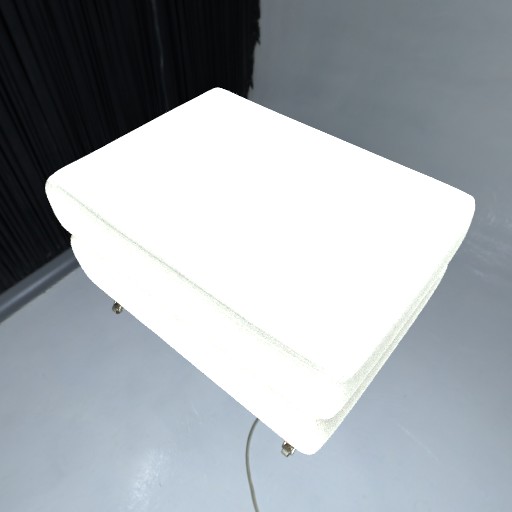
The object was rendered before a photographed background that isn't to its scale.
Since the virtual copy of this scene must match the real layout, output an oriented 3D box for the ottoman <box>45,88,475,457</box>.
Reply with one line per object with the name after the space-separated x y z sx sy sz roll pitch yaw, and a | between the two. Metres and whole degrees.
0.000 0.000 1.080 0.773 0.499 0.569 32 55 26 | ottoman
